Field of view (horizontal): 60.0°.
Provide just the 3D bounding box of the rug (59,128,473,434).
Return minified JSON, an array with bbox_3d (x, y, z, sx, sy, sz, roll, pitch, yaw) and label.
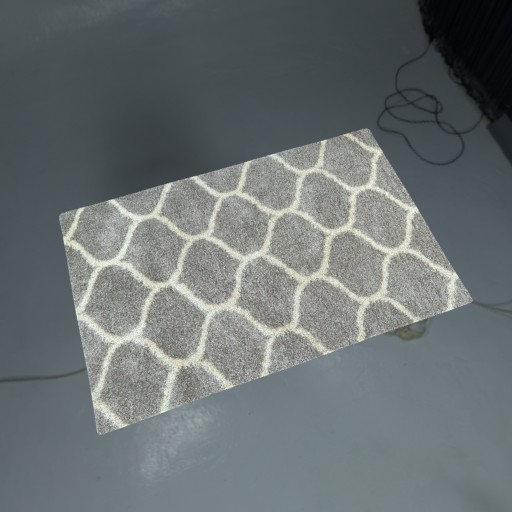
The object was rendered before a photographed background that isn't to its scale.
[{"bbox_3d":[0.000,0.000,2.907,2.348,0.025,1.501,-17,65,-9],"label":"rug"}]
